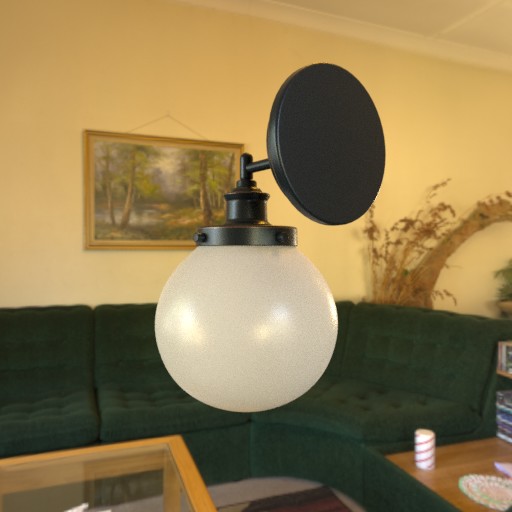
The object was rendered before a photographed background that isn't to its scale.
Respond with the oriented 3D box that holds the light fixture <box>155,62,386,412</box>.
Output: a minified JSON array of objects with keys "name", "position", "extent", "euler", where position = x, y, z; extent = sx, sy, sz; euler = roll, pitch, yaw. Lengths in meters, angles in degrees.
[{"name":"light fixture","position":[0.000,0.000,0.474],"extent":[0.197,0.332,0.230],"euler":[0,1,-38]}]
